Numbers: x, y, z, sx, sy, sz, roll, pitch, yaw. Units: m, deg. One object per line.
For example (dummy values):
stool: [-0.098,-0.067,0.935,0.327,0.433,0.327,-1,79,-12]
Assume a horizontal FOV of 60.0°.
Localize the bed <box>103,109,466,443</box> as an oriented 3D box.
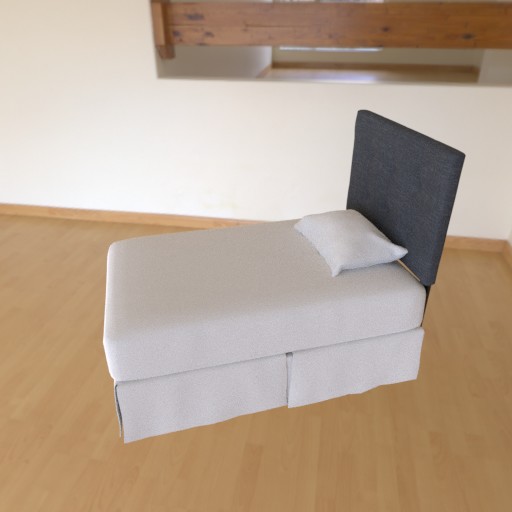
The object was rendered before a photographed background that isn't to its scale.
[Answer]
bed: [0.000,0.000,2.938,1.997,1.571,1.261,-7,31,-13]
